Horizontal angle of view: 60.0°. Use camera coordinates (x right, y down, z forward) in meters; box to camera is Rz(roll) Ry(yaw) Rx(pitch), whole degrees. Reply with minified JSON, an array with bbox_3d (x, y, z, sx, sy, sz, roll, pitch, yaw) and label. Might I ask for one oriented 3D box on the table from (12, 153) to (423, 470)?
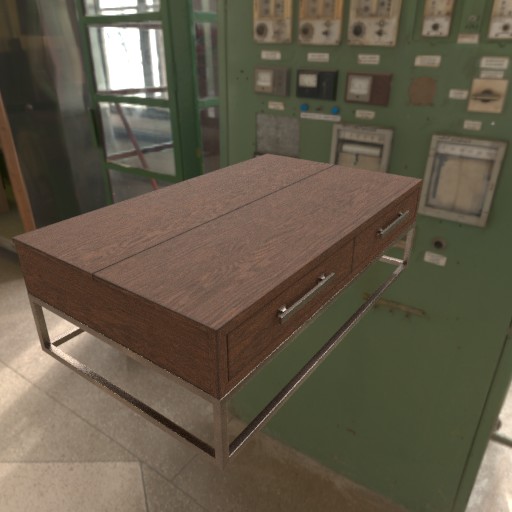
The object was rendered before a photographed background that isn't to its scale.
[{"bbox_3d":[0.000,0.000,1.463,0.719,0.361,1.167,18,31,32],"label":"table"}]
